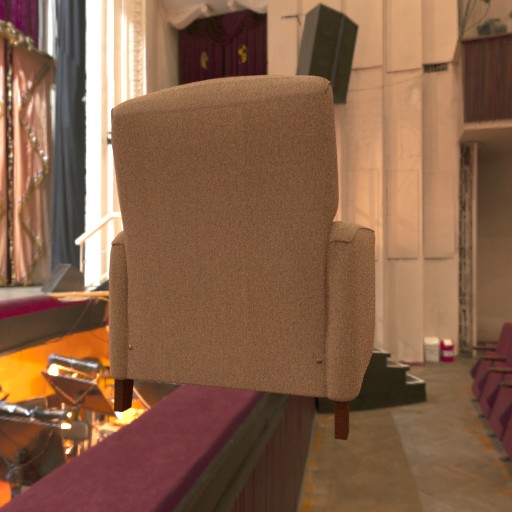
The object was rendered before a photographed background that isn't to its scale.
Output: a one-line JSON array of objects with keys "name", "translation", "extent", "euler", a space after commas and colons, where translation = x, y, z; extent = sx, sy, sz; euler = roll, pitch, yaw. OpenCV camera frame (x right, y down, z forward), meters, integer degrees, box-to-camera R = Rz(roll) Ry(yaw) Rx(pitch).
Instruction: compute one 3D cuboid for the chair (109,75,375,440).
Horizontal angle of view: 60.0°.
[{"name": "chair", "translation": [0.000, 0.000, 1.654], "extent": [0.848, 1.014, 0.864], "euler": [0, 0, 18]}]
